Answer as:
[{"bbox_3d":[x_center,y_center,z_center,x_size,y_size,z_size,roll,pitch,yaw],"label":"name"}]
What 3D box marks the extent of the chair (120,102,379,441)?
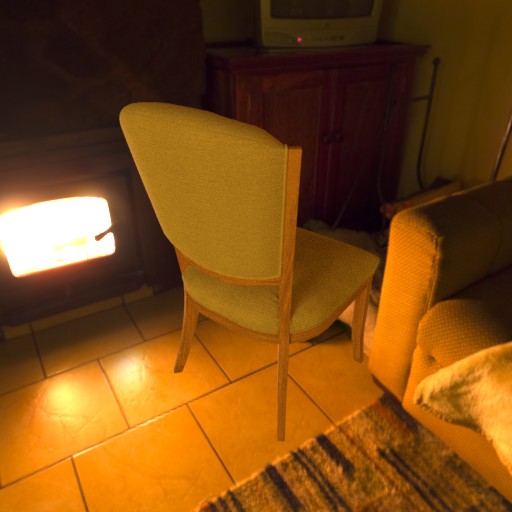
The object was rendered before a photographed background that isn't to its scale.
[{"bbox_3d":[0.000,0.000,1.256,0.513,0.905,0.584,22,37,32],"label":"chair"}]
